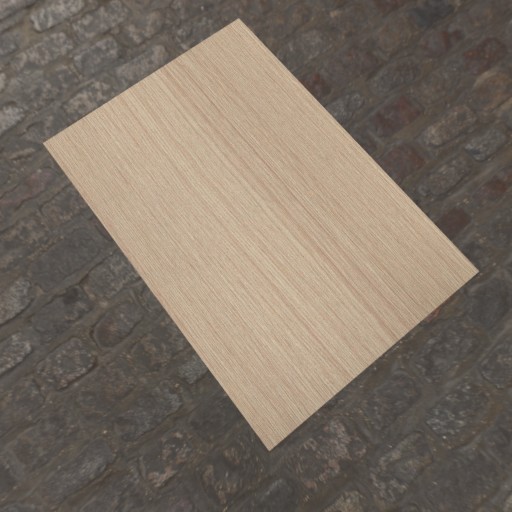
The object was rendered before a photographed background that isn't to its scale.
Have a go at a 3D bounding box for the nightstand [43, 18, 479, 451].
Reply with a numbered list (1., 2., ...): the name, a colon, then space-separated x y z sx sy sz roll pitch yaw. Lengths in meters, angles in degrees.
1. nightstand: 0.000 0.000 0.965 0.407 0.610 0.571 -37 78 -10
